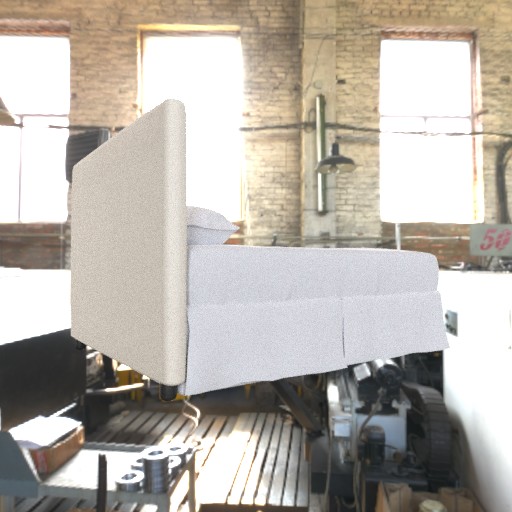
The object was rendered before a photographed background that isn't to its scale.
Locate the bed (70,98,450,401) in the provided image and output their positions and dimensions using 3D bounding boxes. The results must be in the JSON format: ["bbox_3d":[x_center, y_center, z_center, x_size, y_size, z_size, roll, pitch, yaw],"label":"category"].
[{"bbox_3d":[0.000,0.000,3.148,2.142,1.330,1.713,1,-2,-36],"label":"bed"}]
